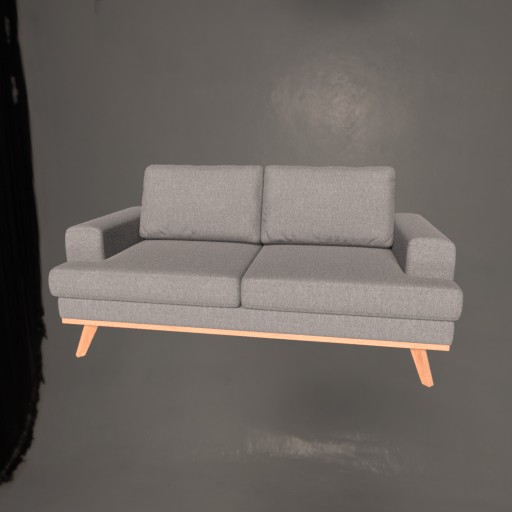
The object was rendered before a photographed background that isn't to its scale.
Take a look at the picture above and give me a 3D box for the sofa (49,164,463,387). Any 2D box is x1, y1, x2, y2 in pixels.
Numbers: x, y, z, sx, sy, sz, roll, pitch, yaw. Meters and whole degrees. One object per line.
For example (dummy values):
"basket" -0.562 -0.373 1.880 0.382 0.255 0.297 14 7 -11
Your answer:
"sofa" 0.000 0.000 2.073 1.650 0.810 0.785 2 15 9
